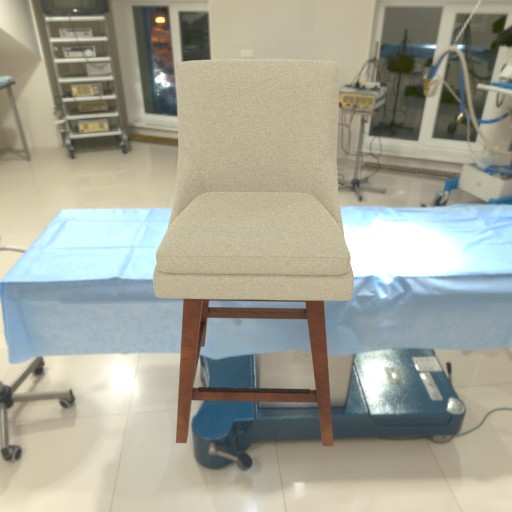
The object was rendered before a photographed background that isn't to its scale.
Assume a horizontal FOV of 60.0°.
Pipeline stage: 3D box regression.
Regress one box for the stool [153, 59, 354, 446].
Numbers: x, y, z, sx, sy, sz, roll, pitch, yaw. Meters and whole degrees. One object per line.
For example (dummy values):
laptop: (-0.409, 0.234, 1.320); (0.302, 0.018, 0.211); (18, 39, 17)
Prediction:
stool: (0.000, 0.000, 1.282); (0.469, 0.991, 0.559); (1, 30, 1)
